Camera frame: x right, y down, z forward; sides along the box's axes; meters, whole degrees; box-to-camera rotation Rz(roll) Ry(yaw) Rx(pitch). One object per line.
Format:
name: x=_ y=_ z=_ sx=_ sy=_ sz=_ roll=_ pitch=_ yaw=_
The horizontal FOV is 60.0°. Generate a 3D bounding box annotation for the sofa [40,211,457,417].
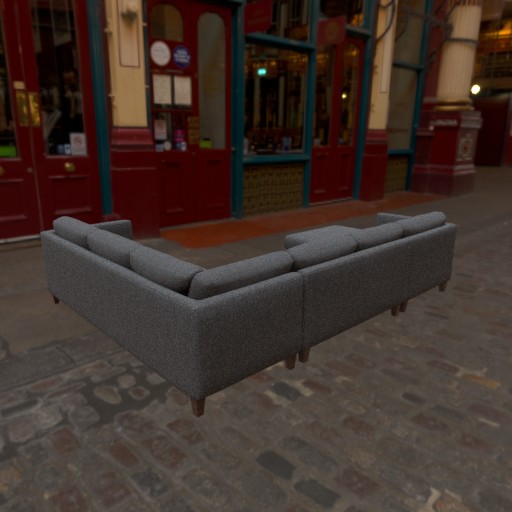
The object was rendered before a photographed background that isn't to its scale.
sofa: x=0.000 y=0.000 z=4.364 sx=3.238 sy=0.853 sz=2.551 roll=-14 pitch=21 yaw=-40
